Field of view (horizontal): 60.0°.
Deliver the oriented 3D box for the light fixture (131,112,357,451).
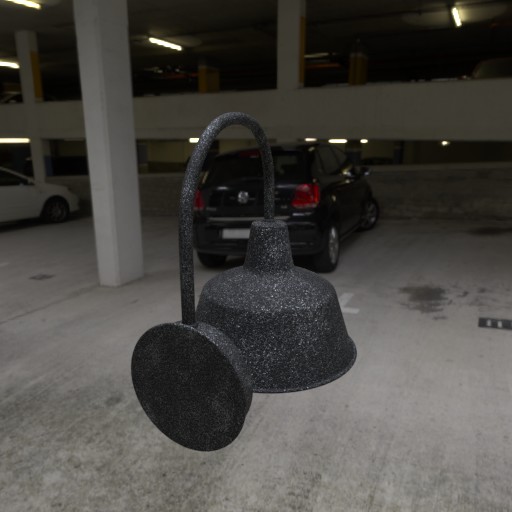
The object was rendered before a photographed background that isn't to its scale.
[{"bbox_3d":[0.000,0.000,0.491,0.216,0.300,0.283,7,17,26],"label":"light fixture"}]
